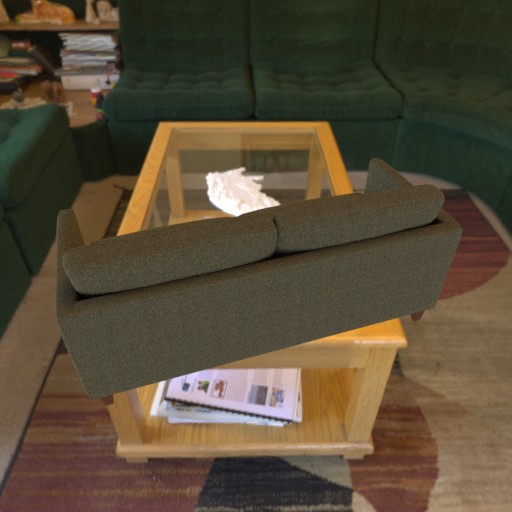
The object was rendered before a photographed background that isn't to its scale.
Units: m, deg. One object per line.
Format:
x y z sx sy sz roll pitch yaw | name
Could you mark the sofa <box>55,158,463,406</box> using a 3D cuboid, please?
0.000 0.000 2.739 2.208 0.965 0.948 -12 41 -14 | sofa
